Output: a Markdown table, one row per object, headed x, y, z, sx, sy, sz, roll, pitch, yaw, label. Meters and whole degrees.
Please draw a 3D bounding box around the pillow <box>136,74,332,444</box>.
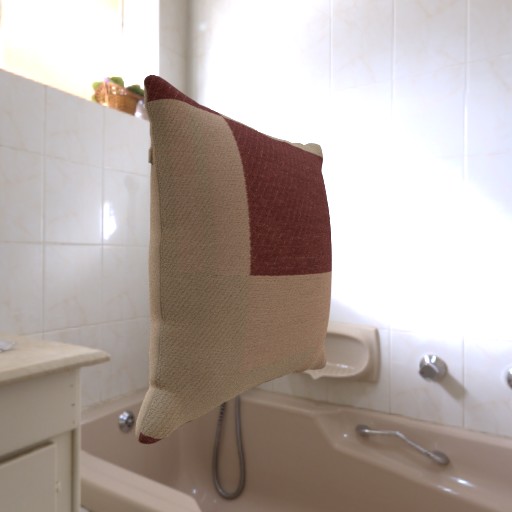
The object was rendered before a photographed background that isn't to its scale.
| x | y | z | sx | sy | sz | roll | pitch | yaw | label |
| --- | --- | --- | --- | --- | --- | --- | --- | --- | --- |
| 0.000 | 0.000 | 0.801 | 0.229 | 0.506 | 0.536 | 0 | -1 | 35 | pillow |
